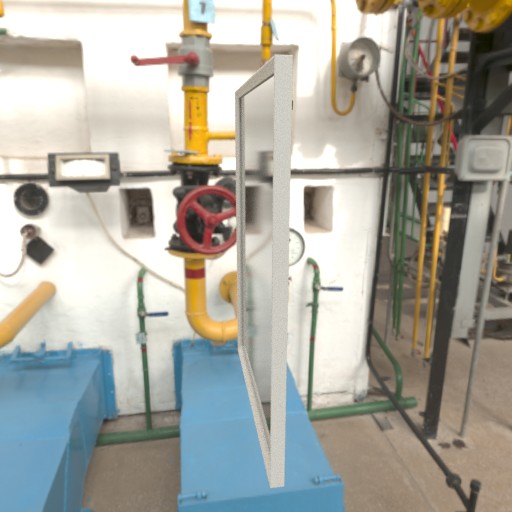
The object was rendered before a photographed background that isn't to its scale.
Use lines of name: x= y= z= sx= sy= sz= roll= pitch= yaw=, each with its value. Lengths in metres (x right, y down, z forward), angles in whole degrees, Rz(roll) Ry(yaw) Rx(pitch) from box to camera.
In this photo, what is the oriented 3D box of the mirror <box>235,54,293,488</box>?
mirror: x=0.000 y=0.000 z=1.359 sx=0.041 sy=1.016 sz=0.762 roll=-2 pitch=15 yaw=-8
